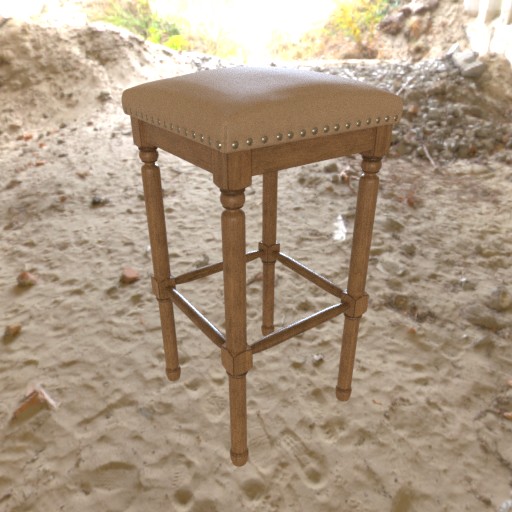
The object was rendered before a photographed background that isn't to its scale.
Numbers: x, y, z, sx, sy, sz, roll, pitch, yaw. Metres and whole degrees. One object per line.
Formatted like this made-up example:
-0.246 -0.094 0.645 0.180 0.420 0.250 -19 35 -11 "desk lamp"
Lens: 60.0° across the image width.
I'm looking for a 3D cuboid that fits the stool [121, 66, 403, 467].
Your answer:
0.000 0.000 0.976 0.382 0.768 0.383 -18 33 -31 "stool"
